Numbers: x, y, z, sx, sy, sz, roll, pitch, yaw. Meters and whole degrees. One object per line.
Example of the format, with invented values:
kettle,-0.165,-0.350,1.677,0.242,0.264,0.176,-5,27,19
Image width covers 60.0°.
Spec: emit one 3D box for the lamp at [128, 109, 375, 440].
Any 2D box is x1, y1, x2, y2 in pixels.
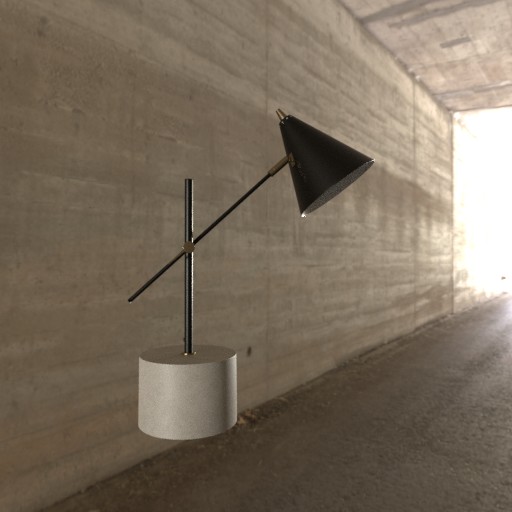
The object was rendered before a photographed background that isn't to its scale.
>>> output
lamp,0.000,0.000,0.730,0.403,0.518,0.214,0,-1,1
